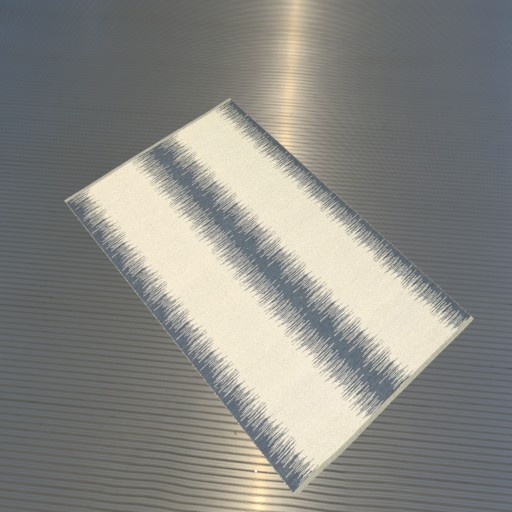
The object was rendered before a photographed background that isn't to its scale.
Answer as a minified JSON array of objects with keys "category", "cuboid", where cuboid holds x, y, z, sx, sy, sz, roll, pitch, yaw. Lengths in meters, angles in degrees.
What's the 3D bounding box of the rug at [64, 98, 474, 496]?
[{"category":"rug","cuboid":[0.000,0.000,2.973,1.519,0.003,2.453,-37,70,-16]}]
